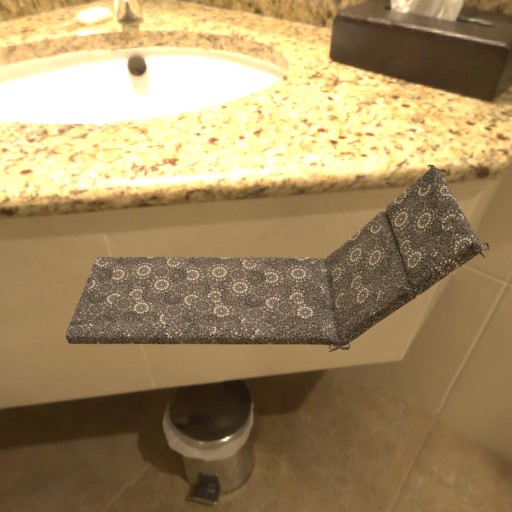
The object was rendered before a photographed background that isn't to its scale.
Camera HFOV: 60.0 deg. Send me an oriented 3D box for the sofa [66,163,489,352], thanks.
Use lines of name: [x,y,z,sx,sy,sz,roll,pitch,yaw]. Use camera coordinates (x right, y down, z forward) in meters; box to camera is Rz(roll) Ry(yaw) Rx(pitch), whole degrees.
sofa: [0.000,0.000,1.937,1.663,0.622,0.582,0,43,0]
